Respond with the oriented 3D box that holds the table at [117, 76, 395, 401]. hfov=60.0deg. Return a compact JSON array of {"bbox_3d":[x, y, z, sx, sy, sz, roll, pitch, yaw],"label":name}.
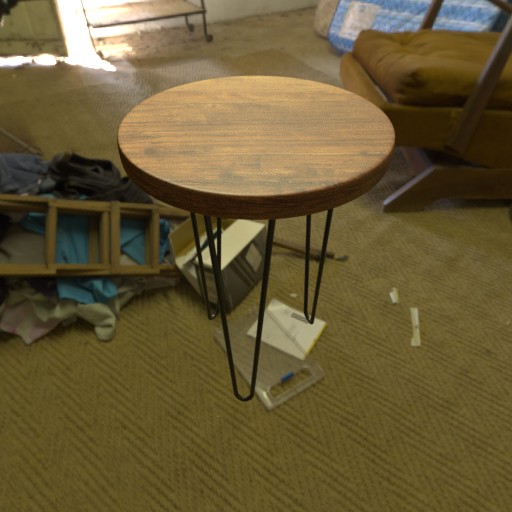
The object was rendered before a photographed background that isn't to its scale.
[{"bbox_3d":[0.000,0.000,0.820,0.400,0.520,0.400,0,41,0],"label":"table"}]
